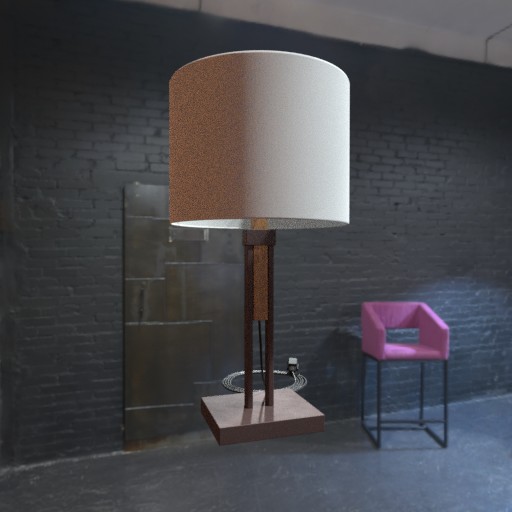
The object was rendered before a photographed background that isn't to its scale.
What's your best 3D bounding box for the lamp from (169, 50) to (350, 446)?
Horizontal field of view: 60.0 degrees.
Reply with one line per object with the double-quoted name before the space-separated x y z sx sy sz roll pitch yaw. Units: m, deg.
"lamp" 0.000 0.000 0.981 0.396 0.668 0.525 0 1 -18
